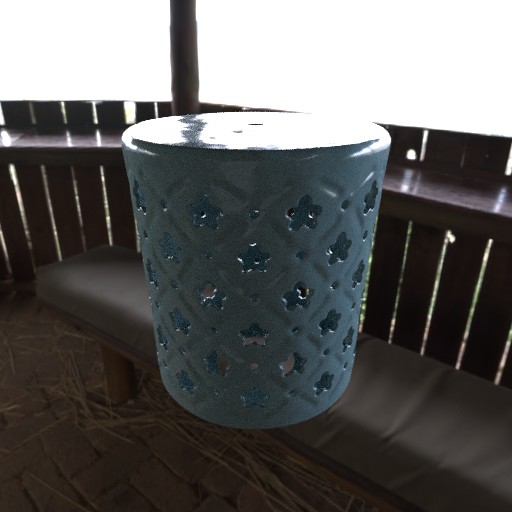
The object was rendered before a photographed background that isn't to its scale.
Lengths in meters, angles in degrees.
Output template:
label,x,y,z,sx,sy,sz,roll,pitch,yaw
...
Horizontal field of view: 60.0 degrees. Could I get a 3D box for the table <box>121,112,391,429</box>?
label,x,y,z,sx,sy,sz,roll,pitch,yaw
table,0.000,0.000,0.672,0.352,0.387,0.352,0,24,0
